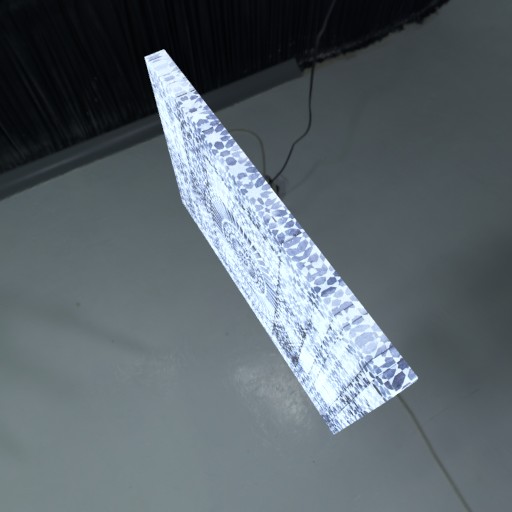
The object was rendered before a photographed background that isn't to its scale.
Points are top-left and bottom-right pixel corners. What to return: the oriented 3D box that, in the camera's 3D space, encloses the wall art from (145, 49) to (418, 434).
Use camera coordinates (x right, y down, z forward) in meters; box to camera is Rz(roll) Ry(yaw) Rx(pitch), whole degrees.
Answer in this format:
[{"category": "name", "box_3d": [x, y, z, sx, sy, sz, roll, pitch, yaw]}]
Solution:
[{"category": "wall art", "box_3d": [0.000, 0.000, 1.145, 0.057, 0.608, 0.911, -29, 66, -14]}]
